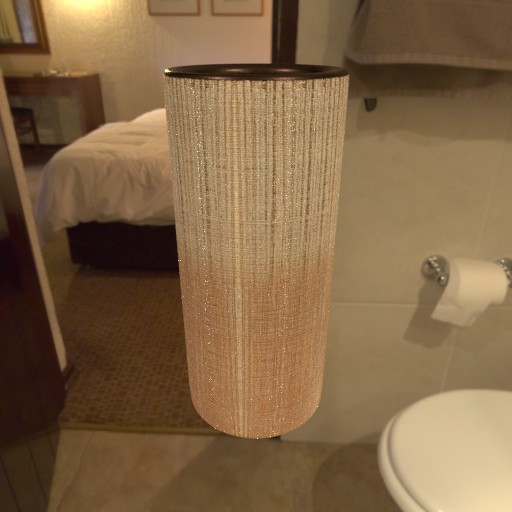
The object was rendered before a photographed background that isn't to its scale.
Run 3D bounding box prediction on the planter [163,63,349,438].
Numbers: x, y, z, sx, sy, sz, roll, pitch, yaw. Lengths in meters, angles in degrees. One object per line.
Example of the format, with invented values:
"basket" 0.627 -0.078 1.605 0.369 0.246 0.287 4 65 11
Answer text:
"planter" 0.000 0.000 0.291 0.100 0.227 0.100 -17 31 -31
